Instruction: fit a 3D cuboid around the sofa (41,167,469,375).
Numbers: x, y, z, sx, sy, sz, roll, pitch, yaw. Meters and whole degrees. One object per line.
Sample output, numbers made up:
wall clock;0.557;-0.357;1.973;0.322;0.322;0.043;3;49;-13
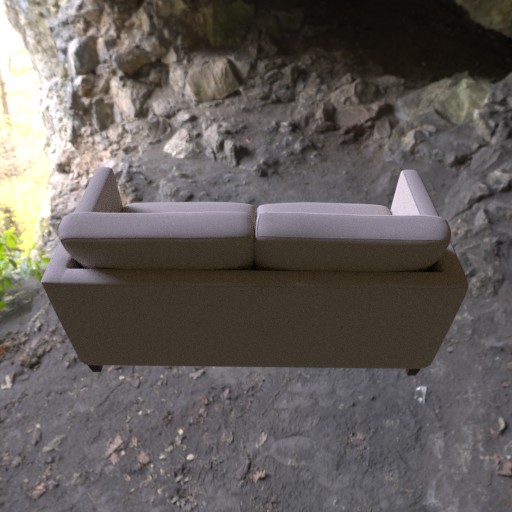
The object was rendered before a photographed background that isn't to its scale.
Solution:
sofa;0.000;0.000;2.221;1.722;0.888;0.873;1;44;1
